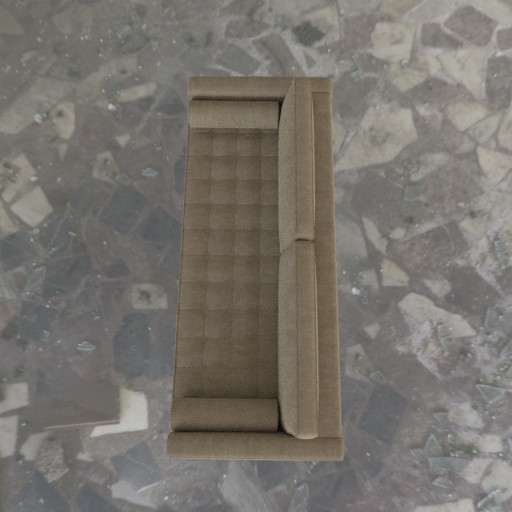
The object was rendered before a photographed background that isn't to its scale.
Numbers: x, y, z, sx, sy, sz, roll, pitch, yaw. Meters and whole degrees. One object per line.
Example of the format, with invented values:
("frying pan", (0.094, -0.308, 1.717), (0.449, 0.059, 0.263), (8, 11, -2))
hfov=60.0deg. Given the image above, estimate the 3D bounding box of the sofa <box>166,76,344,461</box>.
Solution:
("sofa", (0.000, 0.000, 2.642), (0.919, 0.770, 2.200), (1, 76, 0))
